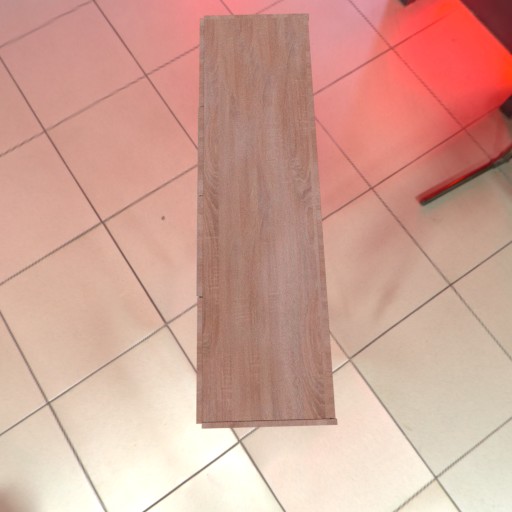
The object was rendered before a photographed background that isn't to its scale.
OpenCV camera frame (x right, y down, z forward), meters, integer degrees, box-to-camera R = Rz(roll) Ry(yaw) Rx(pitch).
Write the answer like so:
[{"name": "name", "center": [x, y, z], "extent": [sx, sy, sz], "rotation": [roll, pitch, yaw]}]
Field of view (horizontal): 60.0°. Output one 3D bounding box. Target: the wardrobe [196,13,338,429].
[{"name": "wardrobe", "center": [0.000, 0.000, 3.068], "extent": [0.598, 2.159, 1.998], "rotation": [-1, 75, 0]}]
